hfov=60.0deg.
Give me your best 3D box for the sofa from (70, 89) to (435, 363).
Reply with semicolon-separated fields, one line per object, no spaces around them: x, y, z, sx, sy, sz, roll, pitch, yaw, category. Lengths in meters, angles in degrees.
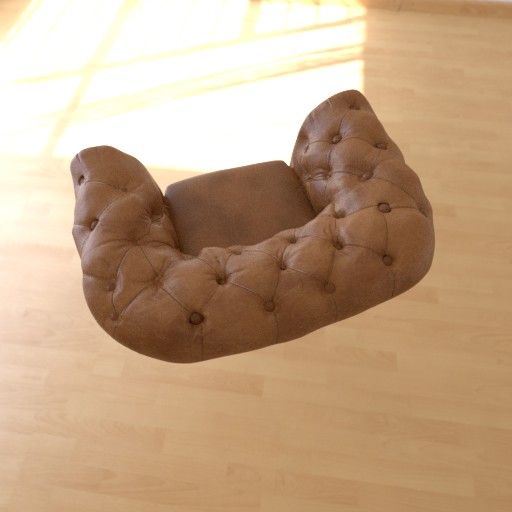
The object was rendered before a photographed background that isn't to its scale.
0.000;0.000;2.028;1.405;0.878;1.033;-15;59;-9;sofa
